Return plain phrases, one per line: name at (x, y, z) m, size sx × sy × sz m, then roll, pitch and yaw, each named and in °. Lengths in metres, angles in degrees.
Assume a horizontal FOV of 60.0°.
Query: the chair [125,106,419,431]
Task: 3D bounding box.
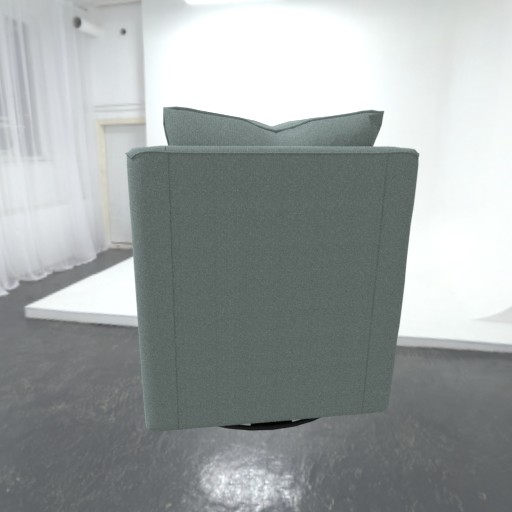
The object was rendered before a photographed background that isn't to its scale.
chair at (0.000, 0.000, 1.569) m, size 0.760 × 0.926 × 0.870 m, roll -2°, pitch 13°, yaw -8°
